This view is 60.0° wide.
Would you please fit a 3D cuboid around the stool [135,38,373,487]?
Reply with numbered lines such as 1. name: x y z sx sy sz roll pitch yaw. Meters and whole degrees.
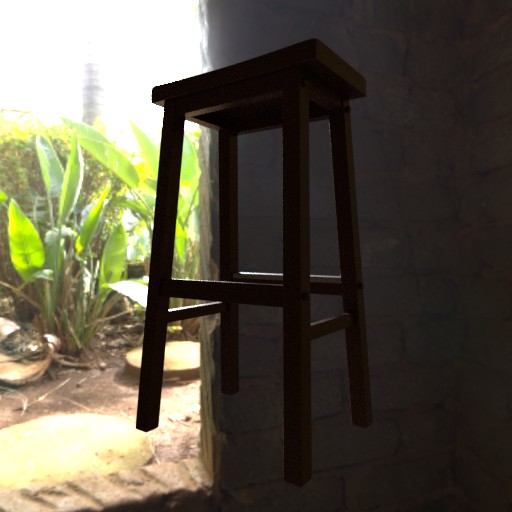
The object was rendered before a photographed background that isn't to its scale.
1. stool: 0.000 0.000 0.957 0.406 0.742 0.322 1 1 35
